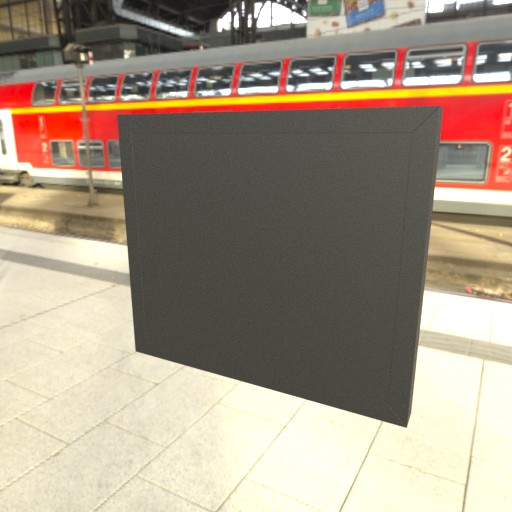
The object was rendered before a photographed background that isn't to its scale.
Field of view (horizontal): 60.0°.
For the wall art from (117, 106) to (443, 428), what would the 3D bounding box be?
[{"bbox_3d":[0.000,0.000,0.532,0.381,0.330,0.029,8,17,26],"label":"wall art"}]
